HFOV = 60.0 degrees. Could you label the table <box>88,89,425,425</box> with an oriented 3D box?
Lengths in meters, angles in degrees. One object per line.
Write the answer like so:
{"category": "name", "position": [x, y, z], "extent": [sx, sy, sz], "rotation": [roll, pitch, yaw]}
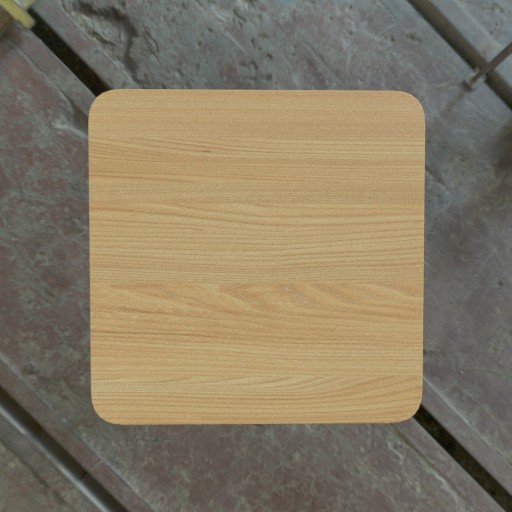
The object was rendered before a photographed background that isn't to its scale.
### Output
{"category": "table", "position": [0.000, 0.000, 1.219], "extent": [0.750, 0.450, 0.750], "rotation": [0, 92, -1]}
